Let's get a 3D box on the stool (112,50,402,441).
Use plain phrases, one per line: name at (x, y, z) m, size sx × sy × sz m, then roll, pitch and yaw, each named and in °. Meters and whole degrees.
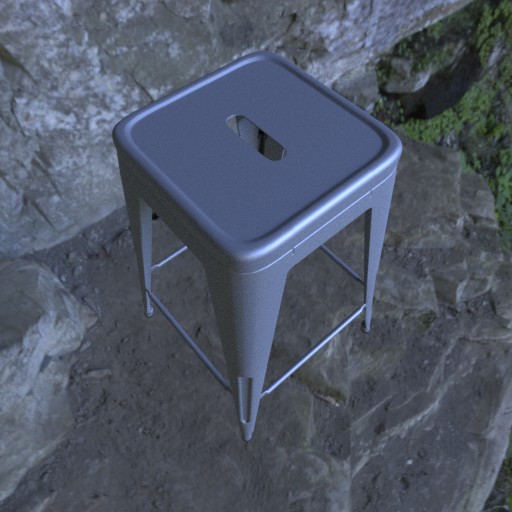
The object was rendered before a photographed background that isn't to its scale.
stool at (0.000, 0.000, 0.855) m, size 0.406 × 0.610 × 0.406 m, roll -36°, pitch 64°, yaw -21°
